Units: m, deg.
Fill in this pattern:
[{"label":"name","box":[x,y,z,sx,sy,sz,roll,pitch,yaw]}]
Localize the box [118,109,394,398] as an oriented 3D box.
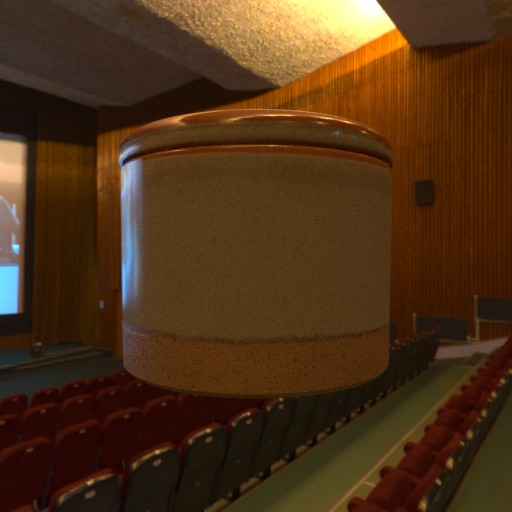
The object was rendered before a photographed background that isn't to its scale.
[{"label":"box","box":[0.000,0.000,0.207,0.123,0.100,0.123,0,0,0]}]
